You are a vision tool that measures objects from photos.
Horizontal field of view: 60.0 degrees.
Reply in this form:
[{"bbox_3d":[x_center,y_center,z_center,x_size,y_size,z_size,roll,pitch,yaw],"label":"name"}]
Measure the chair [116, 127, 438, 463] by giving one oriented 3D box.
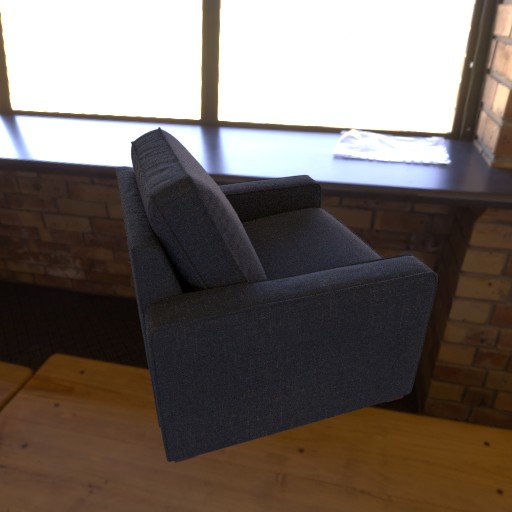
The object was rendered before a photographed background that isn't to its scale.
[{"bbox_3d":[0.000,0.000,1.746,0.940,0.919,1.017,-9,31,-16],"label":"chair"}]
